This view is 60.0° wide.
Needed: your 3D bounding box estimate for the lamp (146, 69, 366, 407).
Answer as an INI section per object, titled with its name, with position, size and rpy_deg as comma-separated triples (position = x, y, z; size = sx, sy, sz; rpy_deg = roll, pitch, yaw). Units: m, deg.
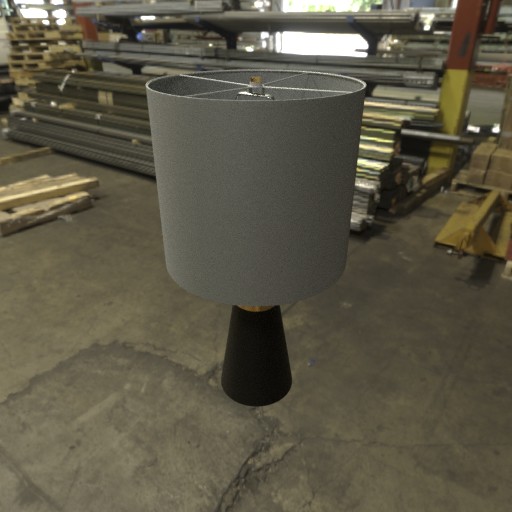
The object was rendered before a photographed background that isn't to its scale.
[lamp]
position = 0.000, 0.000, 0.770
size = 0.308, 0.580, 0.308
rpy_deg = 19, 34, 31
